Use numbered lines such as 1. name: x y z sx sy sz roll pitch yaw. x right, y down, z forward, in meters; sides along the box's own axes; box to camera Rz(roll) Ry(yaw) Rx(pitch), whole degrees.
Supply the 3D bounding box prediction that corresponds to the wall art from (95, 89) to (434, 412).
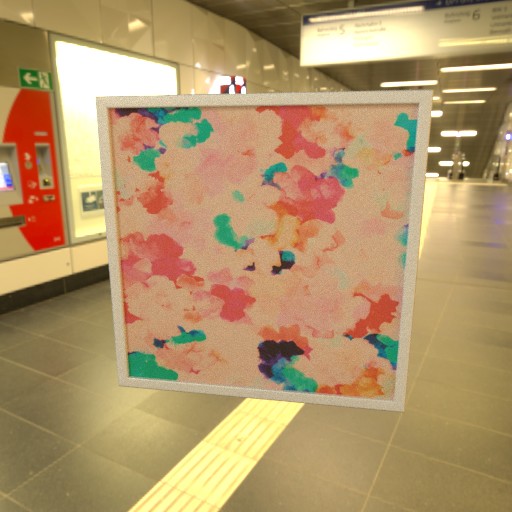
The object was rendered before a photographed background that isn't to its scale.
1. wall art: 0.000 0.000 0.734 0.506 0.505 0.038 2 14 9
